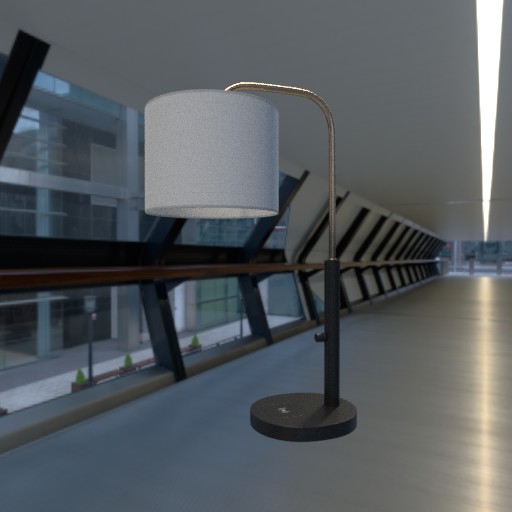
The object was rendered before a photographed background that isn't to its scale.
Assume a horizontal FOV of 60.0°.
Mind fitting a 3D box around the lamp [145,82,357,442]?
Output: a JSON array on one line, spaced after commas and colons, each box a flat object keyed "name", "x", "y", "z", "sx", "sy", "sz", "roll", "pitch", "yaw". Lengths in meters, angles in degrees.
[{"name": "lamp", "x": 0.000, "y": 0.000, "z": 0.695, "sx": 0.337, "sy": 0.540, "sz": 0.199, "roll": 0, "pitch": 1, "yaw": -18}]
